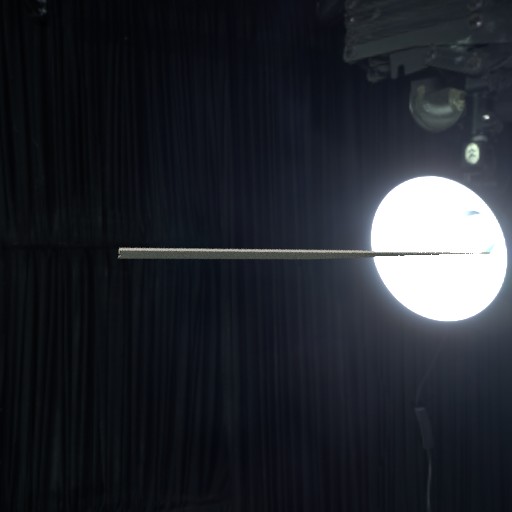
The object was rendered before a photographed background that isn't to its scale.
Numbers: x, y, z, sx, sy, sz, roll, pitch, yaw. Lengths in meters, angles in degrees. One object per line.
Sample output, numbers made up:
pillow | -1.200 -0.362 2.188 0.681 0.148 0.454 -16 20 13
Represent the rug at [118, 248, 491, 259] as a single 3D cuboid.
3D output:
rug | 0.000 0.000 4.127 2.446 0.015 3.046 0 -1 -17
